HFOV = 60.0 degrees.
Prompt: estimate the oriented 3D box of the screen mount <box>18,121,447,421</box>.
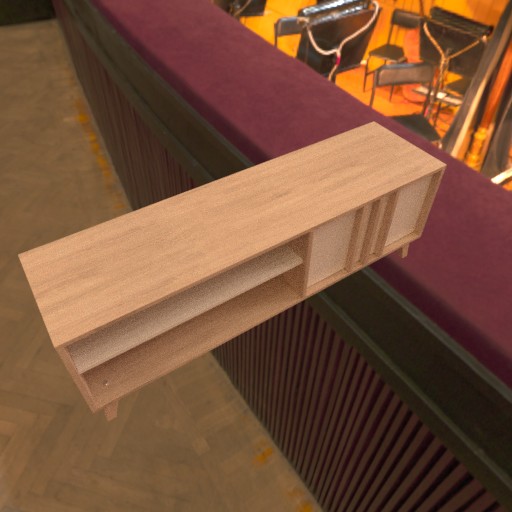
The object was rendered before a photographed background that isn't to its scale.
[{"bbox_3d":[0.000,0.000,1.724,1.500,0.510,0.400,-25,51,-23],"label":"screen mount"}]
